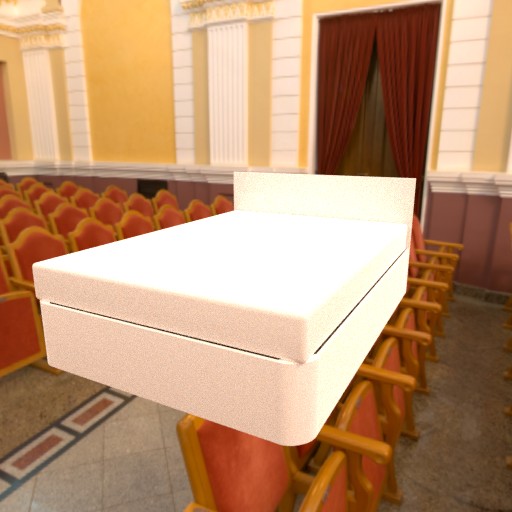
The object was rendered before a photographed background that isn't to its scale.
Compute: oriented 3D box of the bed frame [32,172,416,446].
[{"bbox_3d":[0.000,0.000,2.554,1.400,0.800,1.900,8,16,27],"label":"bed frame"}]
